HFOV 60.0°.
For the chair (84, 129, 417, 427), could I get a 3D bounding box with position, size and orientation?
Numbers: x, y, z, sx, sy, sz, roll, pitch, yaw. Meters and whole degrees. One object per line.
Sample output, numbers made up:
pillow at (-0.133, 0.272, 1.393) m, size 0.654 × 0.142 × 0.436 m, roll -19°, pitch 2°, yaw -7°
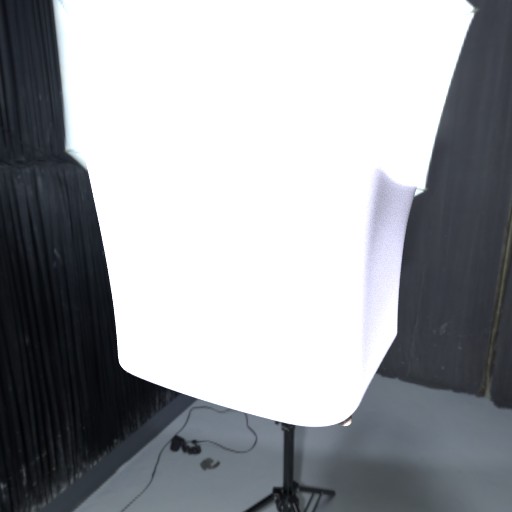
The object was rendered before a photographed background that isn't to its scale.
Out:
chair at (0.000, 0.000, 1.328) m, size 0.790 × 0.720 × 0.700 m, roll 8°, pitch 17°, yaw 27°
